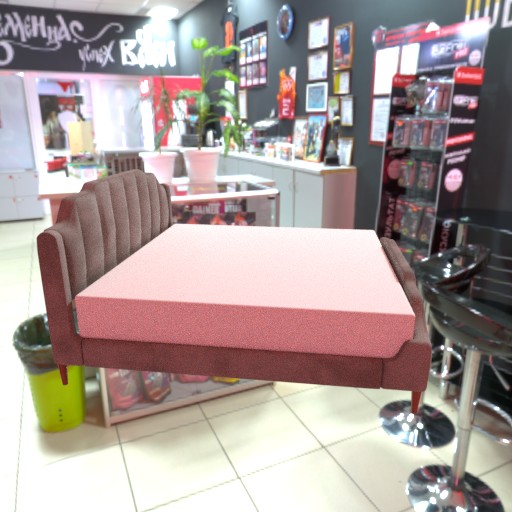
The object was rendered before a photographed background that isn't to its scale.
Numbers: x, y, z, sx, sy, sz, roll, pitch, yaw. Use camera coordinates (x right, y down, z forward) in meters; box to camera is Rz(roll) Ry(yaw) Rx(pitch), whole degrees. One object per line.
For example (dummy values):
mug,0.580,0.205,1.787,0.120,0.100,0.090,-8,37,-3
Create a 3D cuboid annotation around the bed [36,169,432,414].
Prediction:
bed,0.000,0.000,3.535,2.340,1.245,2.074,2,17,8
